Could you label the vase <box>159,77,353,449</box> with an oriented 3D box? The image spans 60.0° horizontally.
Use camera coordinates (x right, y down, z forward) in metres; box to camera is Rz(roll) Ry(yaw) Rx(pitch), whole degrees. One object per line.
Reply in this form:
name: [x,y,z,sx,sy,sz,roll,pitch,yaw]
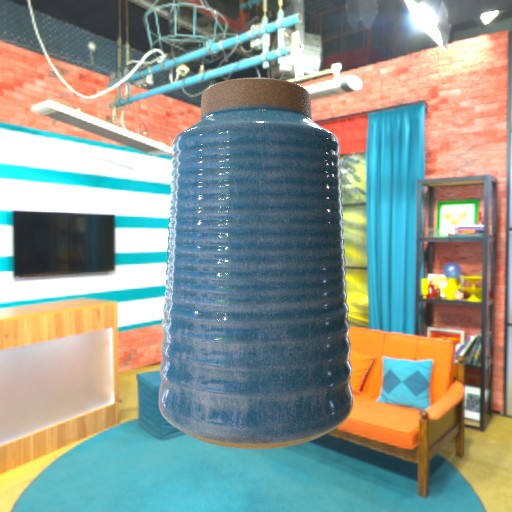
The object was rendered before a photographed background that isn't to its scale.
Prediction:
vase: [0.000,0.000,0.376,0.163,0.267,0.163,0,2,0]
